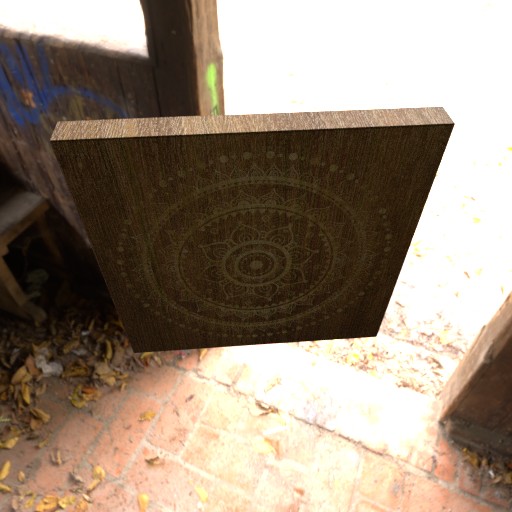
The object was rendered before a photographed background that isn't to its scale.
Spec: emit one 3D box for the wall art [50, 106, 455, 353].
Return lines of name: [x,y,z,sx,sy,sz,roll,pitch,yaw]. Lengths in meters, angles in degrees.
wall art: [0.000,0.000,0.601,0.406,0.403,0.039,-3,47,-3]
